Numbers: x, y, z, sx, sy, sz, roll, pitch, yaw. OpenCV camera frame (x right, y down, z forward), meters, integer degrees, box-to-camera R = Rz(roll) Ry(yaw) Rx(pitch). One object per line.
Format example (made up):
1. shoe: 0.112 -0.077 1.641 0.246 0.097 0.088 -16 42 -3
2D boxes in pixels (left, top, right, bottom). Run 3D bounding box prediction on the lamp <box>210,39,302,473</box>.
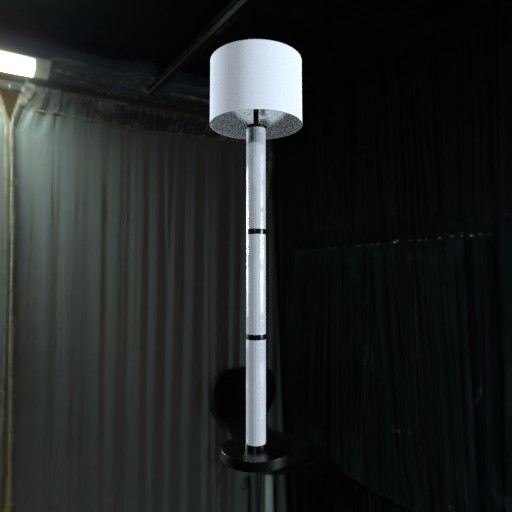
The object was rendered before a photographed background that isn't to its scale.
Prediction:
1. lamp: 0.000 0.000 1.792 0.377 1.599 0.377 2 -3 -36
